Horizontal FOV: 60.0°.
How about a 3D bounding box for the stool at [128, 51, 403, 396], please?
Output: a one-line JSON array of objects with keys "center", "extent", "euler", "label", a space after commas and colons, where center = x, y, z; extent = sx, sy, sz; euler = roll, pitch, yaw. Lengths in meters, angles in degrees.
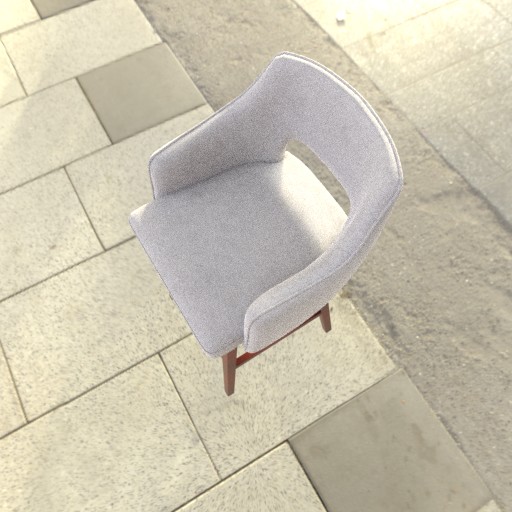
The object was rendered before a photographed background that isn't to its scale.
[{"center": [0.000, 0.000, 1.335], "extent": [0.558, 1.012, 0.548], "euler": [-30, 69, -13], "label": "stool"}]
